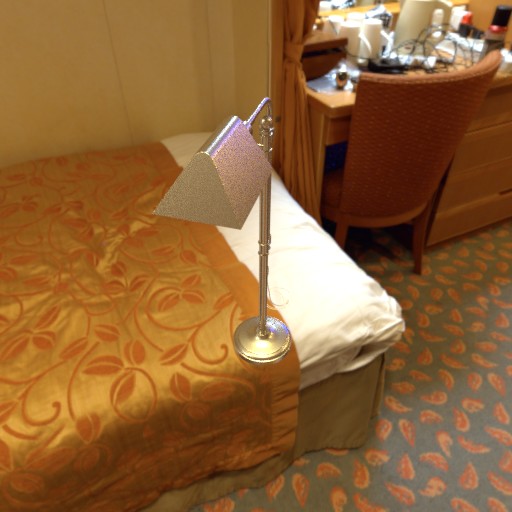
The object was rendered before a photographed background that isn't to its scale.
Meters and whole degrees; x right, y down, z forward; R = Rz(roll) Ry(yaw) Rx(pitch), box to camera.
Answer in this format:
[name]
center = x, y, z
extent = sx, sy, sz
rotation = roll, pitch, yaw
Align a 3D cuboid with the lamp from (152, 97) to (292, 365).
[lamp]
center = 0.000, 0.000, 0.936
extent = 0.159, 0.708, 0.546
rotation = 11, 42, 13
